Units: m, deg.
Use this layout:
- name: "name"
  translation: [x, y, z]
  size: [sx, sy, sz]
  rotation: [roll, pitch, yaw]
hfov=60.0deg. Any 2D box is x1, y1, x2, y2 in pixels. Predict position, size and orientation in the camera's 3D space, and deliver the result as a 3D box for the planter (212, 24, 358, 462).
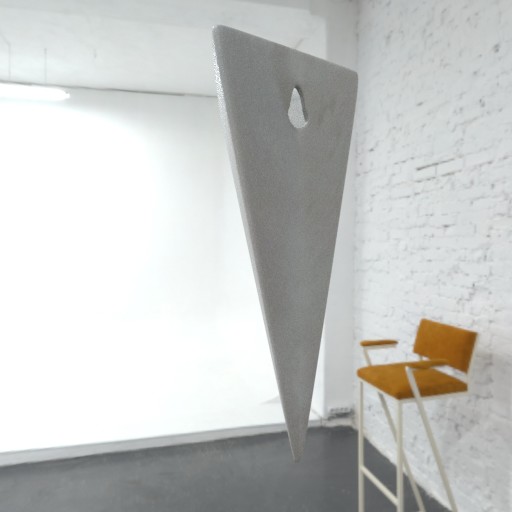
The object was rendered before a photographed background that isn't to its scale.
- name: "planter"
  translation: [0.000, 0.000, 0.158]
  size: [0.058, 0.130, 0.047]
  rotation: [0, 0, -35]
